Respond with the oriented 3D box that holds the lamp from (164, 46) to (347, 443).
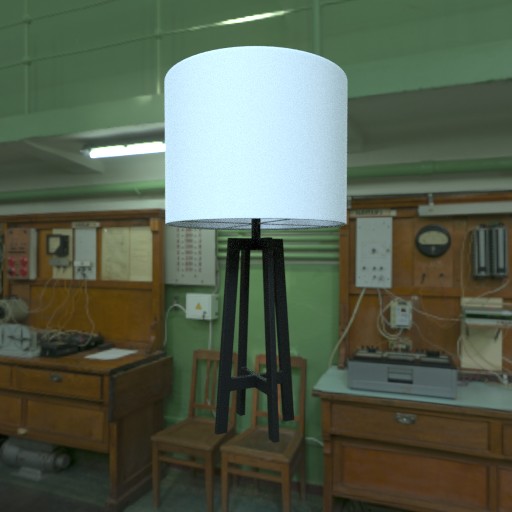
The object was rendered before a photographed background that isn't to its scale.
[{"bbox_3d":[0.000,0.000,0.637,0.257,0.489,0.257,0,0,19],"label":"lamp"}]
